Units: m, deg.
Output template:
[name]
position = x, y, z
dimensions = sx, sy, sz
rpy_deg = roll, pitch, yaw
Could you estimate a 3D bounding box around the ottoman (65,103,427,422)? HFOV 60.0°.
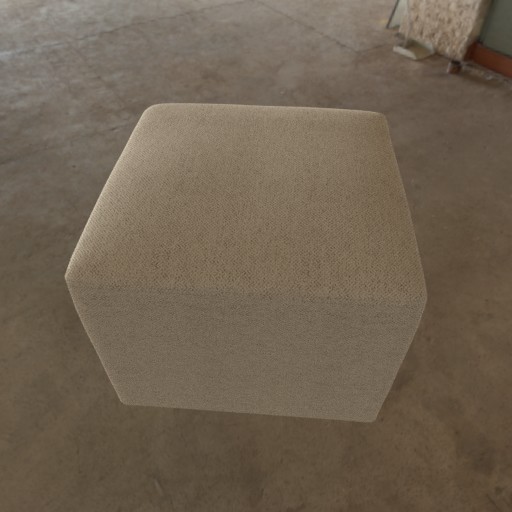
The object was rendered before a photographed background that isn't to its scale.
[ottoman]
position = 0.000, 0.000, 0.911
dimensions = 0.521, 0.453, 0.512
rpy_deg = 3, 47, 3
